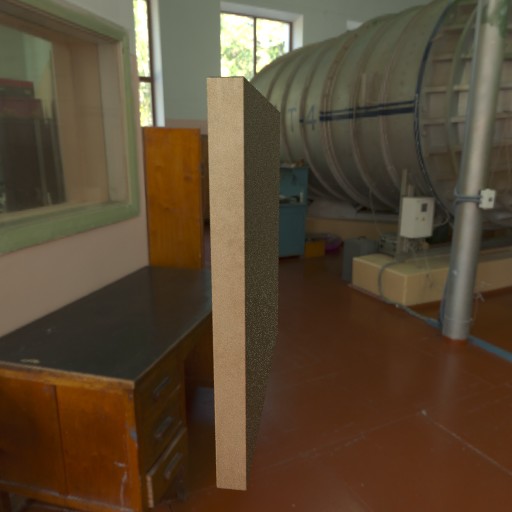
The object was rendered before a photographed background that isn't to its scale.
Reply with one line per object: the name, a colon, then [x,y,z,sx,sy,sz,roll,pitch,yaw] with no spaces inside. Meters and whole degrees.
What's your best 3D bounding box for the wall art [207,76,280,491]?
wall art: [0.000,0.000,0.761,0.040,0.506,0.503,2,14,7]
